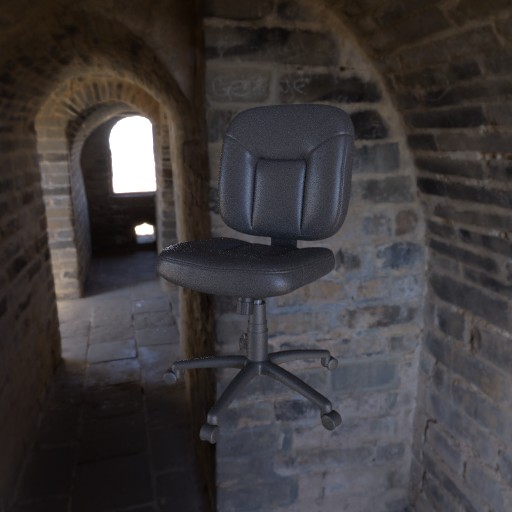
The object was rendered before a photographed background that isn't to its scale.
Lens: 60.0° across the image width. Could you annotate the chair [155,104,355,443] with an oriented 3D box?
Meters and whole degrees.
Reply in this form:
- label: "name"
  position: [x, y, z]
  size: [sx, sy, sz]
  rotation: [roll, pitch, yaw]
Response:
- label: "chair"
  position: [0.000, 0.000, 1.416]
  size: [0.647, 0.959, 0.646]
  rotation: [7, 16, 26]
